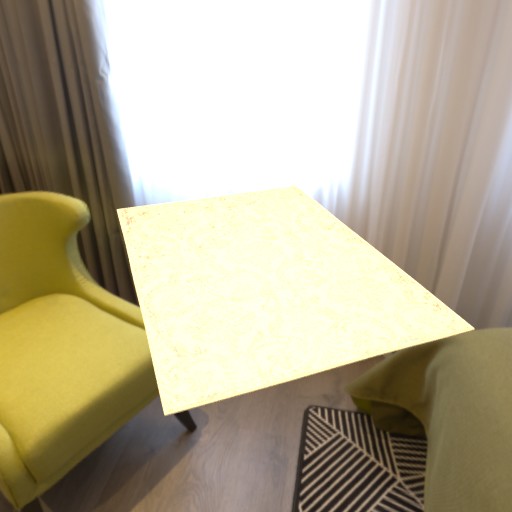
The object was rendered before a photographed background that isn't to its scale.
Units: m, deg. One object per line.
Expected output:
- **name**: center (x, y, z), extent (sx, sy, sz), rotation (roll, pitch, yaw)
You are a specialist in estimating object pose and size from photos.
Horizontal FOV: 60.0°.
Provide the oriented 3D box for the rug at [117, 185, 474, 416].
- **rug**: center (0.000, 0.000, 2.939), extent (1.598, 0.014, 2.202), rotation (-10, 31, -17)
